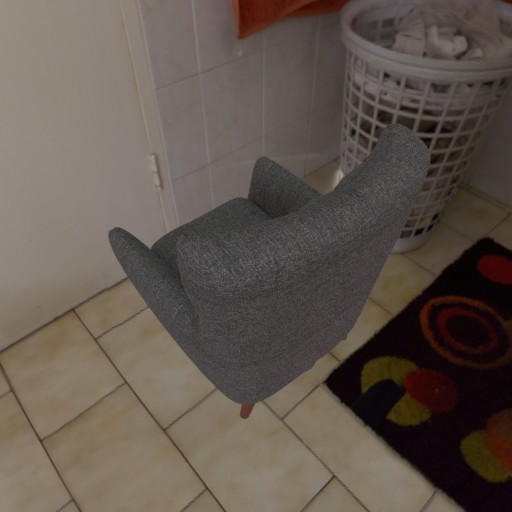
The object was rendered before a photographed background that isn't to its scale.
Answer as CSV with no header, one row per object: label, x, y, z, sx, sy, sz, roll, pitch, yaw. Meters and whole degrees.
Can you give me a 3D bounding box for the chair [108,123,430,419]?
chair,0.000,0.000,1.748,0.878,1.063,0.904,-31,54,-26
